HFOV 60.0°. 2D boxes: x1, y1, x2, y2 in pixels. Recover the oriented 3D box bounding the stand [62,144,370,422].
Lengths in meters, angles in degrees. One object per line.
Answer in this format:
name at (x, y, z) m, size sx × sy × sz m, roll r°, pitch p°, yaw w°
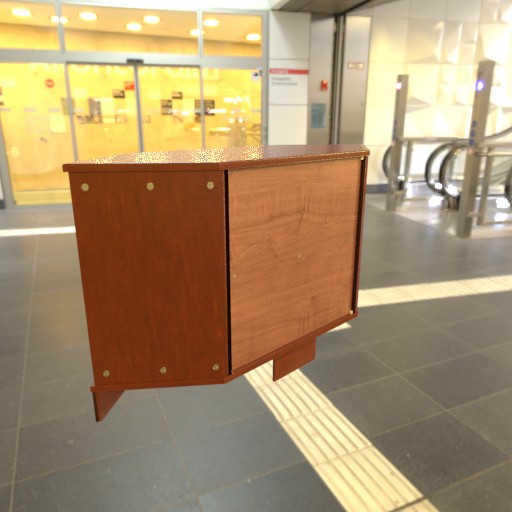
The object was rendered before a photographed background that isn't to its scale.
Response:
stand at (0.000, 0.000, 1.331) m, size 1.072 × 0.614 × 0.381 m, roll -16°, pitch 23°, yaw -41°
